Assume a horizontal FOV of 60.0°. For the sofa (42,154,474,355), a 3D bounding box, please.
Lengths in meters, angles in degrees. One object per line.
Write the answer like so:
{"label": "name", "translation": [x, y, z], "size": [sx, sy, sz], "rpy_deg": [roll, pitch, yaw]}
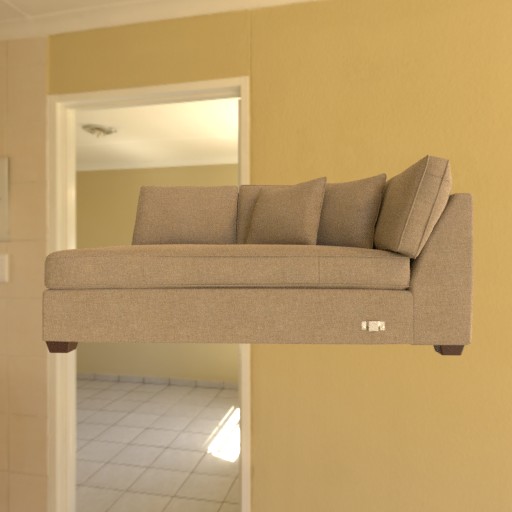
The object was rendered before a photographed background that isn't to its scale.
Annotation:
{"label": "sofa", "translation": [0.000, 0.000, 2.771], "size": [2.238, 1.019, 1.110], "rpy_deg": [0, 0, 2]}
